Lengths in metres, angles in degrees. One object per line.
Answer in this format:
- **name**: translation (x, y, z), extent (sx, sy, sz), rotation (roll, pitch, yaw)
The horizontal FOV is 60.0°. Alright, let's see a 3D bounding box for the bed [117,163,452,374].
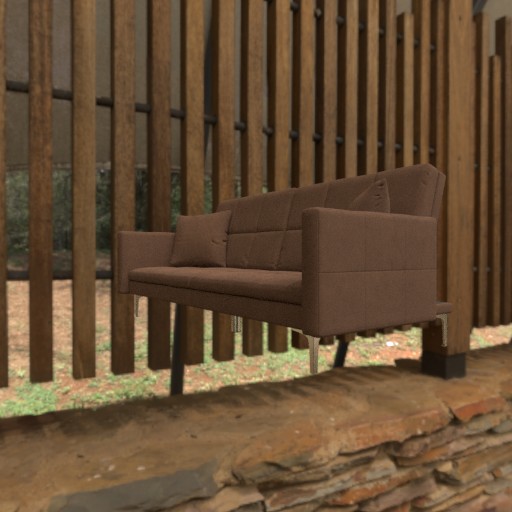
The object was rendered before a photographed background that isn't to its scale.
- **bed**: translation (0.000, 0.000, 2.377), extent (0.889, 0.787, 1.905), rotation (0, 0, -35)
